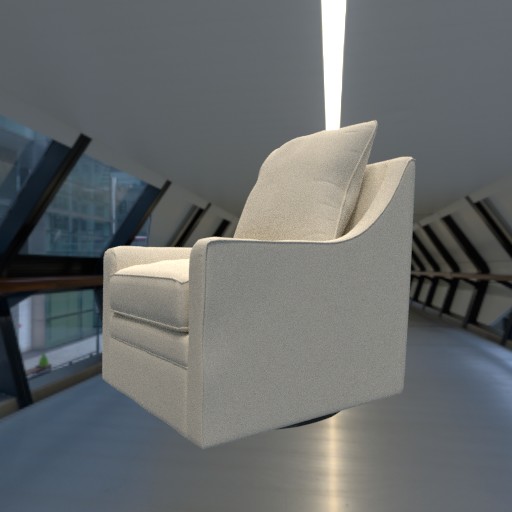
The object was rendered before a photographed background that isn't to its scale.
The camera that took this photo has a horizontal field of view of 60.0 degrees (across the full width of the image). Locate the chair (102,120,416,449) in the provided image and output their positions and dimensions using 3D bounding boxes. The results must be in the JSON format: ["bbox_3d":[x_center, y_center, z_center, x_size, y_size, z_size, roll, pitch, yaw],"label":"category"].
[{"bbox_3d":[0.000,0.000,1.578,0.876,0.965,0.756,1,-1,-36],"label":"chair"}]
